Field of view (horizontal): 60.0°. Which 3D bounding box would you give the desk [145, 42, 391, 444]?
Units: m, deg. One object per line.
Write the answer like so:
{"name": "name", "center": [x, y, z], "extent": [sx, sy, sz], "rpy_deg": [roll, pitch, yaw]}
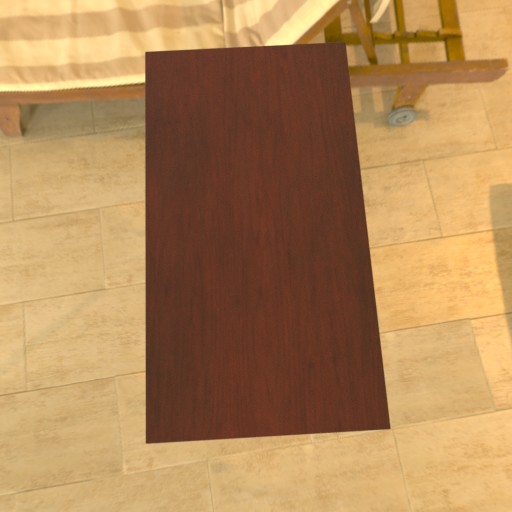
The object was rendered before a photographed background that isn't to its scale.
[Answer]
{"name": "desk", "center": [0.000, 0.000, 1.470], "extent": [0.549, 0.762, 1.001], "rpy_deg": [-3, 77, -1]}
